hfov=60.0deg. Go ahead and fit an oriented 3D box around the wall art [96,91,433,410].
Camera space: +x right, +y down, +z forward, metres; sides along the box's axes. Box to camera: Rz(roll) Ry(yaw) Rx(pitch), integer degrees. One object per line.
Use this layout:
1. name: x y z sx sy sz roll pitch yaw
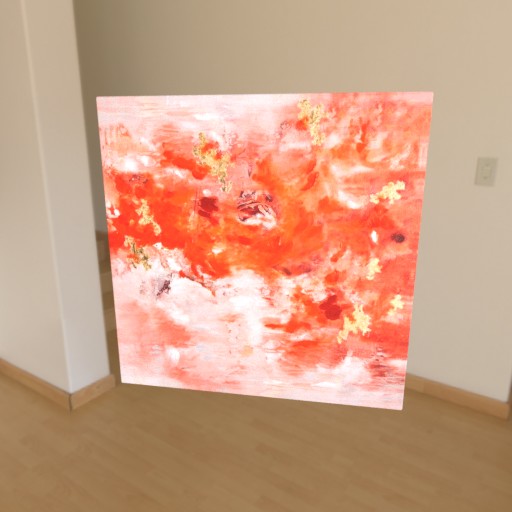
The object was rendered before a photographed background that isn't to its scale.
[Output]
1. wall art: 0.000 0.000 1.282 0.878 0.878 0.066 3 15 10
